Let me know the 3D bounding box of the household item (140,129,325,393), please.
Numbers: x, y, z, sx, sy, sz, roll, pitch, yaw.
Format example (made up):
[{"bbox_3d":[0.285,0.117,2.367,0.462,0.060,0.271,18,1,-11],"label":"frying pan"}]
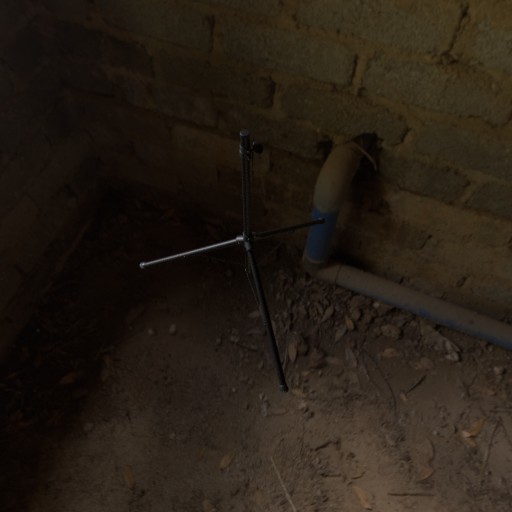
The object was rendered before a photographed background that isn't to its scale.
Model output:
[{"bbox_3d":[0.000,0.000,2.733,1.596,1.595,1.339,-14,59,-8],"label":"household item"}]
